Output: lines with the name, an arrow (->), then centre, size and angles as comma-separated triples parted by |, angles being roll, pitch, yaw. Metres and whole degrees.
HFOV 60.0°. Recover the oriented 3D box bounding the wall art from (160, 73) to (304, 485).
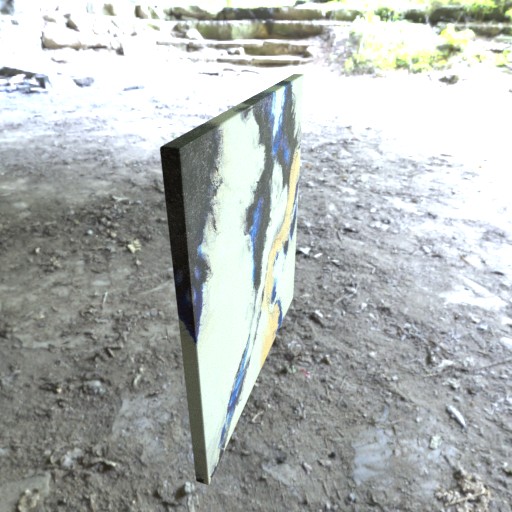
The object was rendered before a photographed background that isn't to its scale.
wall art -> 0.000, 0.000, 1.298 | 0.038, 0.885, 0.887 | 9, 31, 16
